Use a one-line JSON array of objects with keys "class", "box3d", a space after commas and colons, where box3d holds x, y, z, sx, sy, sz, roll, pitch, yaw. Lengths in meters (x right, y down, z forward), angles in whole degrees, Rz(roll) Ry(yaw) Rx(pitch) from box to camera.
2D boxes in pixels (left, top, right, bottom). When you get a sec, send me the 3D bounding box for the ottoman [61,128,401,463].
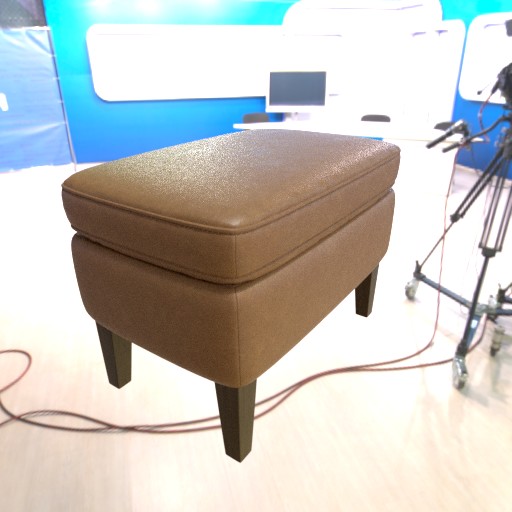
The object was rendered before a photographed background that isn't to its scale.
[{"class": "ottoman", "box3d": [0.000, 0.000, 0.980, 0.420, 0.480, 0.670, 17, 30, 31]}]
